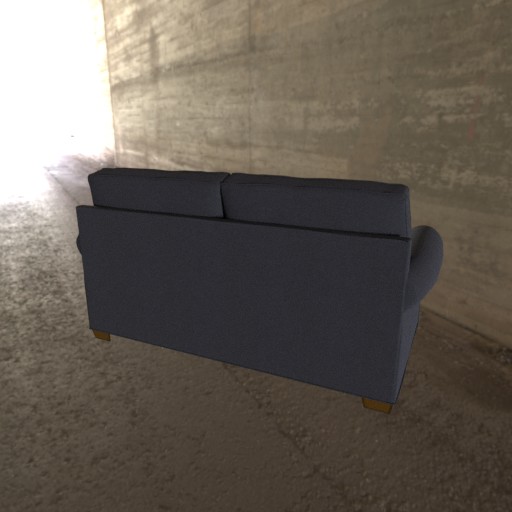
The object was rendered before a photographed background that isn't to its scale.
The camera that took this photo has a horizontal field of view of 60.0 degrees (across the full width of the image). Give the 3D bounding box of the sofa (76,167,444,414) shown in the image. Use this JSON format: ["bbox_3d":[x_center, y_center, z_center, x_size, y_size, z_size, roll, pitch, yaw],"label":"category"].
[{"bbox_3d":[0.000,0.000,2.604,2.009,1.031,0.951,8,18,24],"label":"sofa"}]
